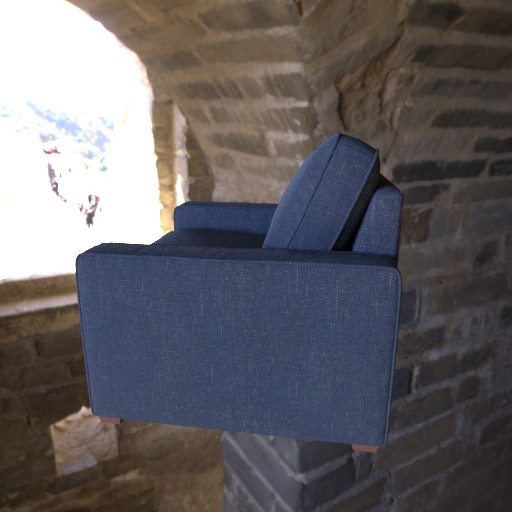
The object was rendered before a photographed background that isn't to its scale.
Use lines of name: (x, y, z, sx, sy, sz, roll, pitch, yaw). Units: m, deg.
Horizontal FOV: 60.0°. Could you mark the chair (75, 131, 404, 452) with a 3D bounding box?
chair: (0.000, 0.000, 1.701, 0.940, 0.919, 1.017, 3, 16, 9)
